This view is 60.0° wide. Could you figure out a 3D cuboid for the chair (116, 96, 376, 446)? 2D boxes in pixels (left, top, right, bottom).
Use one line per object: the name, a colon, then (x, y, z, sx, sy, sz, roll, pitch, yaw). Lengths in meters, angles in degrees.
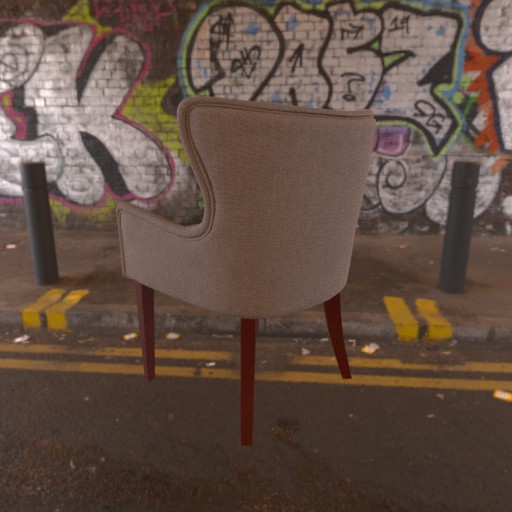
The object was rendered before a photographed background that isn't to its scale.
chair: (0.000, 0.000, 1.471, 0.732, 0.948, 0.677, -15, 21, -43)
